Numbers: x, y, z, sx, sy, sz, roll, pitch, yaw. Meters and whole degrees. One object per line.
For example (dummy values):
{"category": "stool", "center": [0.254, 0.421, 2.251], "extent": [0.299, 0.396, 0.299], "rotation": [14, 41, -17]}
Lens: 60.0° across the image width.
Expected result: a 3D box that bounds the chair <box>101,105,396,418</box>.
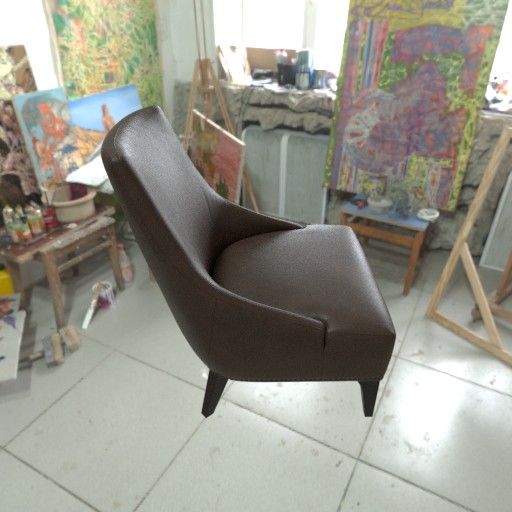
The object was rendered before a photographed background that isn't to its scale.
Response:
{"category": "chair", "center": [0.000, 0.000, 1.544], "extent": [0.861, 0.909, 0.701], "rotation": [-1, 32, -1]}
